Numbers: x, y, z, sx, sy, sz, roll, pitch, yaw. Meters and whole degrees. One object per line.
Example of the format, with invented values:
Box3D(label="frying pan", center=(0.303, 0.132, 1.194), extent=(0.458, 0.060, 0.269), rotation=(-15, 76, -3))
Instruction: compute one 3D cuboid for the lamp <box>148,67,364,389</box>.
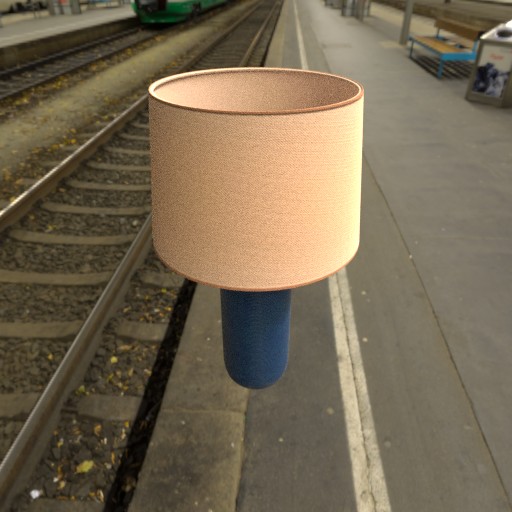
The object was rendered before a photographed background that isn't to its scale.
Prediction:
Box3D(label="lamp", center=(0.000, 0.000, 0.831), extent=(0.367, 0.609, 0.367), rotation=(0, 32, 0))
